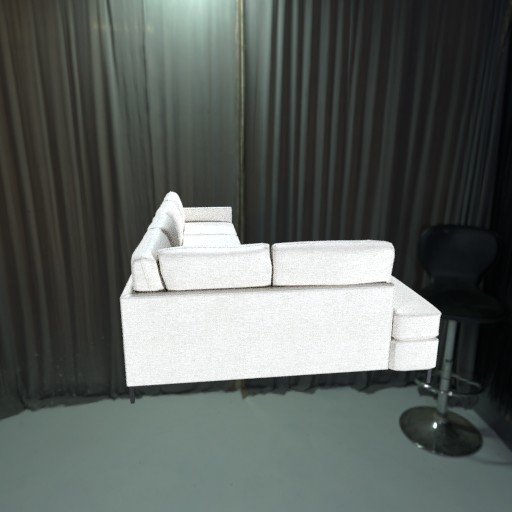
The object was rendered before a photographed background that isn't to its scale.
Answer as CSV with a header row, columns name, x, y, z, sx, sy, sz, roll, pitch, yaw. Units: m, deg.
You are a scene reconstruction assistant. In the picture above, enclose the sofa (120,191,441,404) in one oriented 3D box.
name,x,y,z,sx,sy,sz,roll,pitch,yaw
sofa,0.000,0.000,4.381,2.048,0.996,3.384,-2,15,-7
